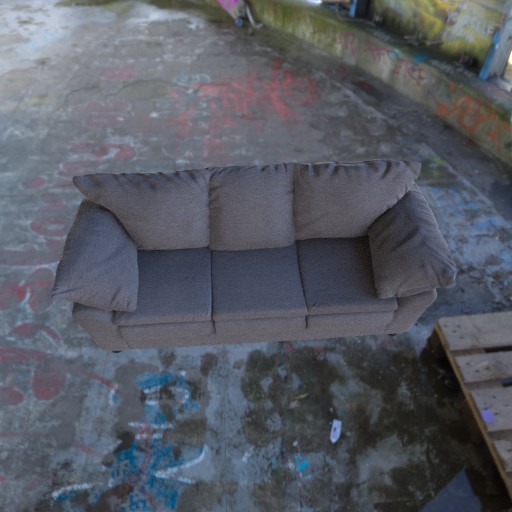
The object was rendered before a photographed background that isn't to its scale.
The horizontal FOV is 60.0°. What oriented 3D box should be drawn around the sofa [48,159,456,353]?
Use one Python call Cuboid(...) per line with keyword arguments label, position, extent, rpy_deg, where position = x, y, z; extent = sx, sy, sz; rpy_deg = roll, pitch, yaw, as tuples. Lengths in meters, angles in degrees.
Cuboid(label="sofa", position=(0.000, 0.000, 2.957), extent=(2.390, 1.043, 0.927), rpy_deg=(-3, 46, -3))
